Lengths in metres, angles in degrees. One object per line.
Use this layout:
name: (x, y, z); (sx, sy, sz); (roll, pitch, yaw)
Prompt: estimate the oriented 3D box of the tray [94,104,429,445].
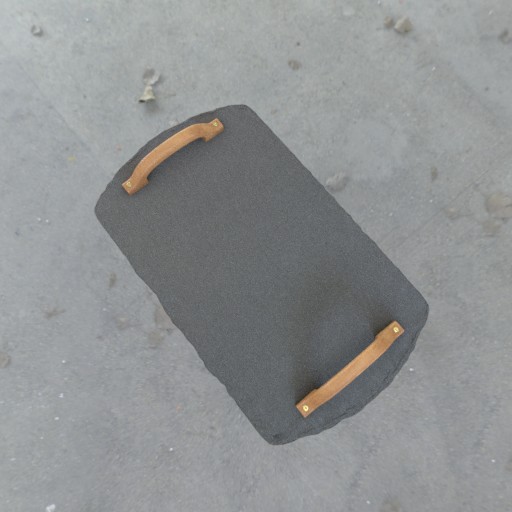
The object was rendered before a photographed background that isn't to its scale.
tray: (0.000, 0.000, 0.489); (0.231, 0.062, 0.387); (-38, 78, -9)
